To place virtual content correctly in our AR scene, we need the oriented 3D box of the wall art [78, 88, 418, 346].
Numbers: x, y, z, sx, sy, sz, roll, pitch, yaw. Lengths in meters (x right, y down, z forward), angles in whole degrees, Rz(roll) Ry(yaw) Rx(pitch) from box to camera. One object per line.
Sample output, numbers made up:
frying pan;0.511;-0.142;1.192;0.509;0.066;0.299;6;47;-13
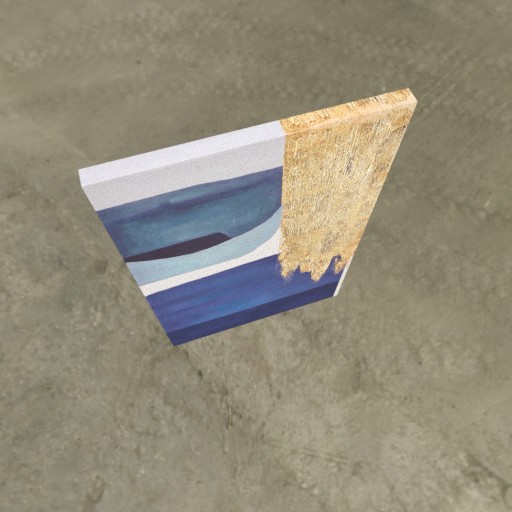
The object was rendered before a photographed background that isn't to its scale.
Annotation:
wall art;0.000;0.000;1.173;0.607;0.911;0.039;-17;64;-8
